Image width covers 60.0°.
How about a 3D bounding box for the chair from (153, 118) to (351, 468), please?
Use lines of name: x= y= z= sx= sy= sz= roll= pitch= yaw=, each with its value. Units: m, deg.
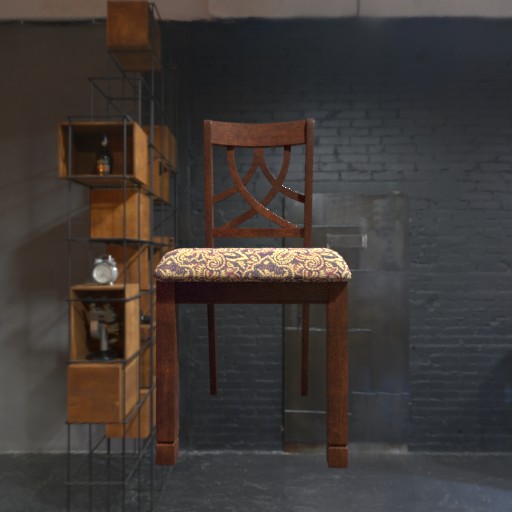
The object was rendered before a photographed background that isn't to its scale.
chair: x=0.000 y=0.000 z=1.291 sx=0.457 sy=0.965 sz=0.584 roll=0 pitch=0 yaw=2
